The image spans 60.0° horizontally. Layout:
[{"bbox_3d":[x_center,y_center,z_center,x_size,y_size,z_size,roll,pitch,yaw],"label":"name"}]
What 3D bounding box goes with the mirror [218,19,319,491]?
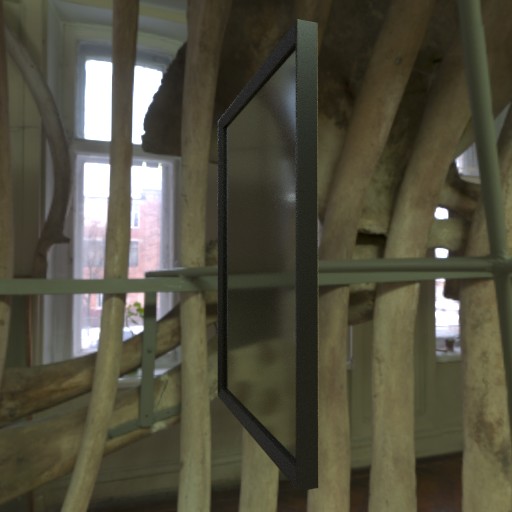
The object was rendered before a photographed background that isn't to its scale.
[{"bbox_3d":[0.000,0.000,0.912,0.039,0.710,0.507,0,-1,-19],"label":"mirror"}]
